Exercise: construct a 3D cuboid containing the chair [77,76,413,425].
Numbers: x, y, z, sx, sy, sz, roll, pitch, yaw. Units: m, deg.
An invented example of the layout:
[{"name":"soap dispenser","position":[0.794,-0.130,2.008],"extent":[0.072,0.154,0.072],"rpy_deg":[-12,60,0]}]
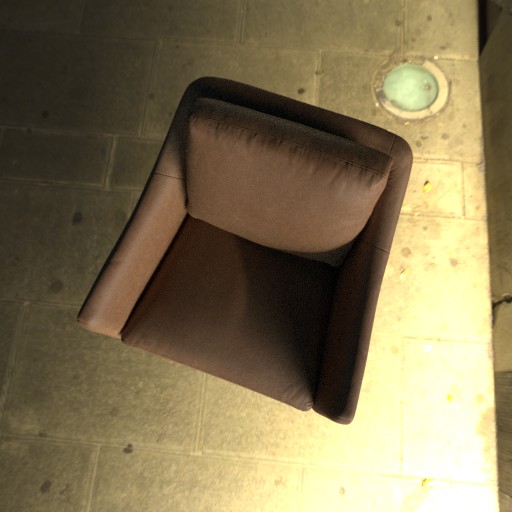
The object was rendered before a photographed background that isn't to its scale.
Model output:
[{"name":"chair","position":[0.000,0.000,1.703],"extent":[0.988,0.895,0.963],"rpy_deg":[19,78,4]}]
